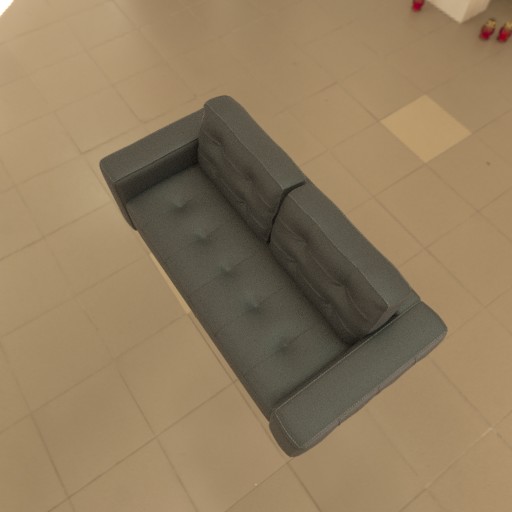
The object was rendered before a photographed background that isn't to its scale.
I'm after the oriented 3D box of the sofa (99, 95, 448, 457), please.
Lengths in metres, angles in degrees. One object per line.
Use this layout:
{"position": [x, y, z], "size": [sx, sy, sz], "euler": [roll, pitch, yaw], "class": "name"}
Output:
{"position": [0.000, 0.000, 2.241], "size": [0.833, 0.893, 1.726], "euler": [-32, 67, -15], "class": "sofa"}
